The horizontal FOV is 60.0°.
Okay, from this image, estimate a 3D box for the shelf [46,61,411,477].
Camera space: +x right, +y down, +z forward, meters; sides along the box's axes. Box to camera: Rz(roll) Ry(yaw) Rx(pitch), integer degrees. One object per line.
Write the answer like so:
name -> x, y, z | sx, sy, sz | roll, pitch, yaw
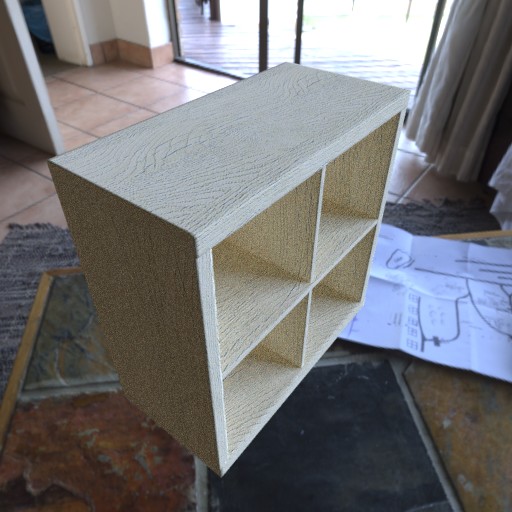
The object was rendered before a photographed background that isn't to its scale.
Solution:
shelf -> 0.000, 0.000, 1.236 | 0.390, 0.786, 0.790 | 27, 46, 28
